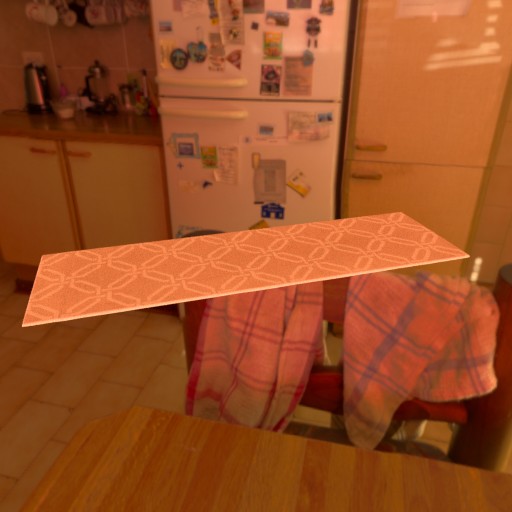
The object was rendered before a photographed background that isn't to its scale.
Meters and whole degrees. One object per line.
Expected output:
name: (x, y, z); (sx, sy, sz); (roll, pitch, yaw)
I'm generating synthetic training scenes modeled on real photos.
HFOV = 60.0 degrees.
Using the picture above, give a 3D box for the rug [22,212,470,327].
rug: (0.000, 0.000, 2.459); (2.276, 0.014, 0.678); (-8, 28, -15)
